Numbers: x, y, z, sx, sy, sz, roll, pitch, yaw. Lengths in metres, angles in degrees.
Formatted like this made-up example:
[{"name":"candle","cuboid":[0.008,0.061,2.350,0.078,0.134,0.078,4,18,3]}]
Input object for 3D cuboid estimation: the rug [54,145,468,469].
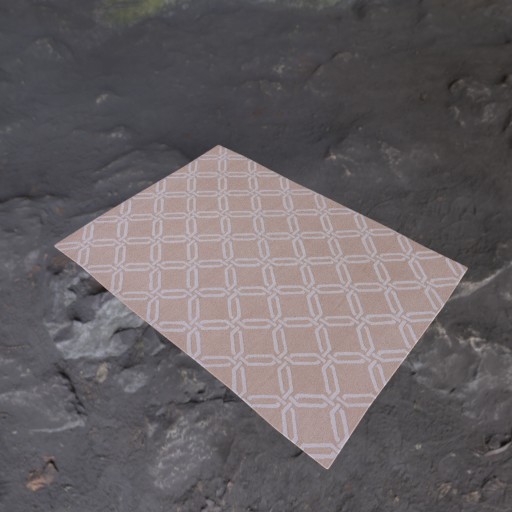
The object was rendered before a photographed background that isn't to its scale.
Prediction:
[{"name":"rug","cuboid":[0.000,0.000,4.404,3.365,0.020,2.452,32,54,26]}]
